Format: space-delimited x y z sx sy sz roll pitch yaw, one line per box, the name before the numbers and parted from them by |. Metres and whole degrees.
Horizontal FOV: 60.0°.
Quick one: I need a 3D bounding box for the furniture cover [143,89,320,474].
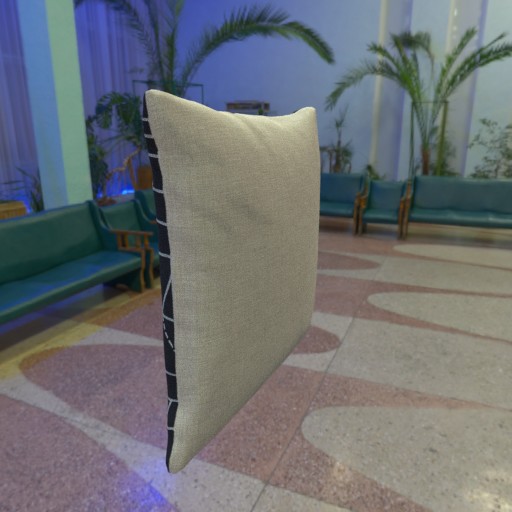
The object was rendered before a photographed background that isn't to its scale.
furniture cover | 0.000 0.000 0.765 0.158 0.508 0.517 8 18 26
